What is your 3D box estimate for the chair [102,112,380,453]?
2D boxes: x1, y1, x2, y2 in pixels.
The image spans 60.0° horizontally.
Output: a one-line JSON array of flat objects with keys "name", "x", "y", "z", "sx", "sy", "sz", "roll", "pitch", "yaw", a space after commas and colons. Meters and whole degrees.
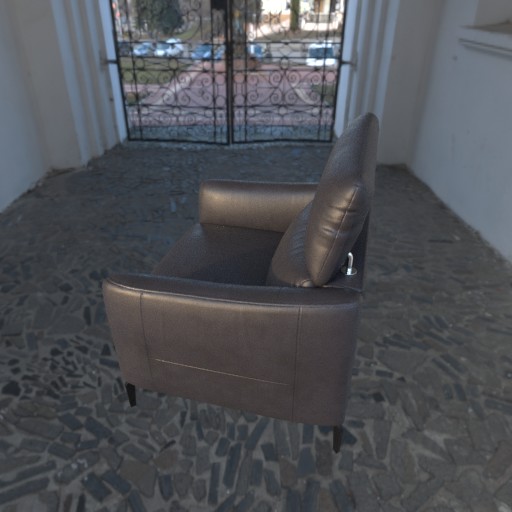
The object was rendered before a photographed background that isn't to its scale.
[{"name": "chair", "x": 0.000, "y": 0.000, "z": 1.687, "sx": 0.809, "sy": 0.949, "sz": 0.976, "roll": 8, "pitch": 32, "yaw": 13}]
